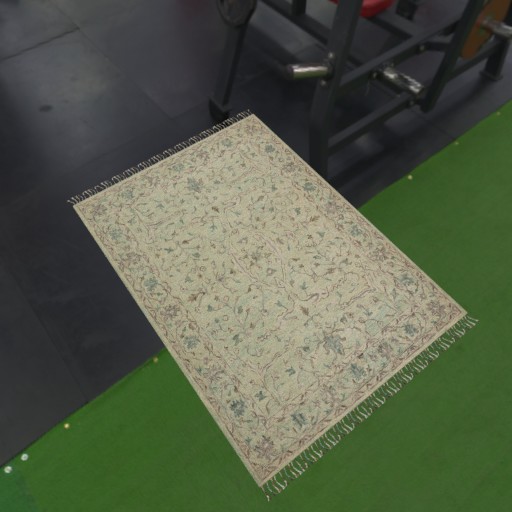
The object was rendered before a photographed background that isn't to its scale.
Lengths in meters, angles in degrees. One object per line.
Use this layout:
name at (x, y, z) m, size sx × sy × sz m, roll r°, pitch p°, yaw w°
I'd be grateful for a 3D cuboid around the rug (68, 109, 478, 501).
rug at (0.000, 0.000, 2.236) m, size 1.247 × 0.008 × 1.802 m, roll -32°, pitch 64°, yaw -18°
